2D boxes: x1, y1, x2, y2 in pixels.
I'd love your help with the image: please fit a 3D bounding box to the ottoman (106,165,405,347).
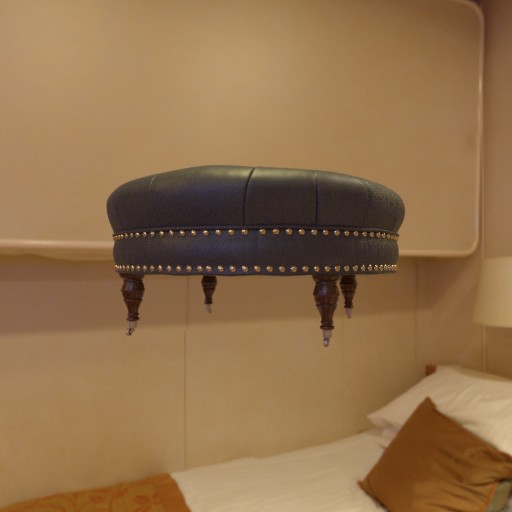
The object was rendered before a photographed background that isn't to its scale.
[{"bbox_3d":[0.000,0.000,1.395,0.901,0.439,0.901,0,-1,0],"label":"ottoman"}]
